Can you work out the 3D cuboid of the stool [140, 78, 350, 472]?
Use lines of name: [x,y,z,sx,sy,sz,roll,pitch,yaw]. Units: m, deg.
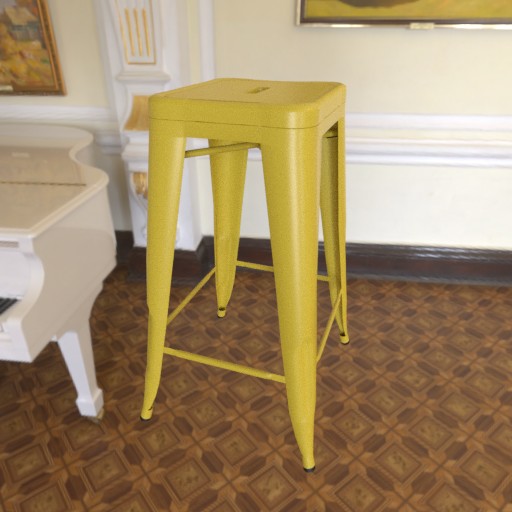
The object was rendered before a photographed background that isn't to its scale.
stool: [0.000,0.000,0.855,0.359,0.609,0.399,9,29,17]
